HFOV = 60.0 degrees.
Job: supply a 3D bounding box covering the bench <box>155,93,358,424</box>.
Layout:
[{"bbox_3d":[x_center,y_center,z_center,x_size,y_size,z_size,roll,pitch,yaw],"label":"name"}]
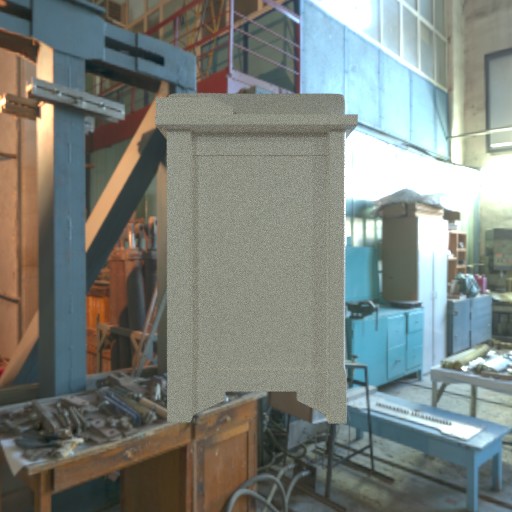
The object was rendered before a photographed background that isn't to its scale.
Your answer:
[{"bbox_3d":[0.000,0.000,1.252,0.346,0.589,0.987,0,0,0],"label":"bench"}]
